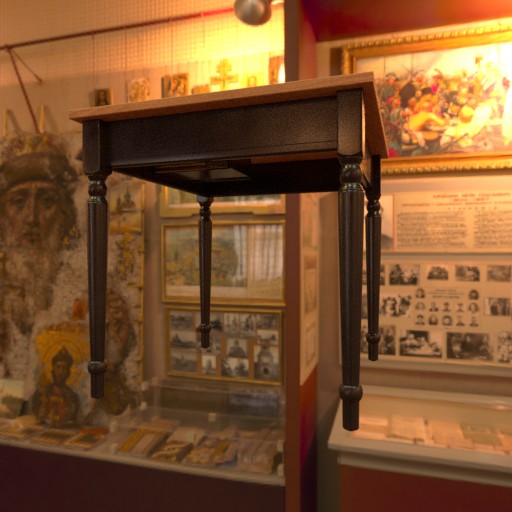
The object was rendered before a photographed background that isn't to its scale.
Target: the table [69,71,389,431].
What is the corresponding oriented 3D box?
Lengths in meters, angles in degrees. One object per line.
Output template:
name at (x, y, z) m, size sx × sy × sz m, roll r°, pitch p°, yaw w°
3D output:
table at (0.000, 0.000, 1.354) m, size 0.747 × 0.738 × 0.747 m, roll 0°, pitch 0°, yaw 19°
